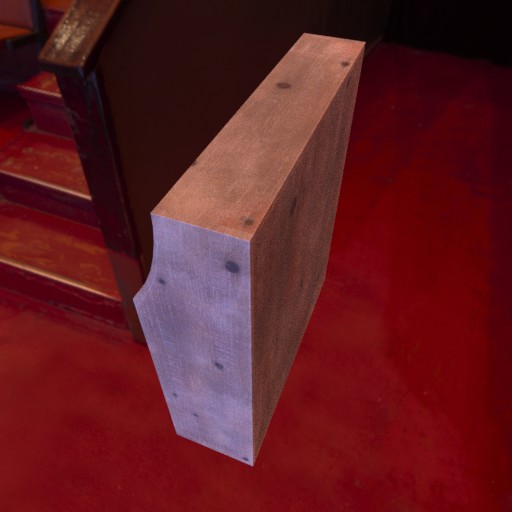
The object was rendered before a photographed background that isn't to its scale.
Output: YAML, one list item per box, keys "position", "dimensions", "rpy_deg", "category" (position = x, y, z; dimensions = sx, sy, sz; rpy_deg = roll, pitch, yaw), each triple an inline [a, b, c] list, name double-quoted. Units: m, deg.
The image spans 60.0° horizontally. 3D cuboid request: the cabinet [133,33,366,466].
- position: [0.000, 0.000, 0.792]
  dimensions: [0.184, 0.590, 0.489]
  rpy_deg: [16, 49, 15]
  category: "cabinet"
